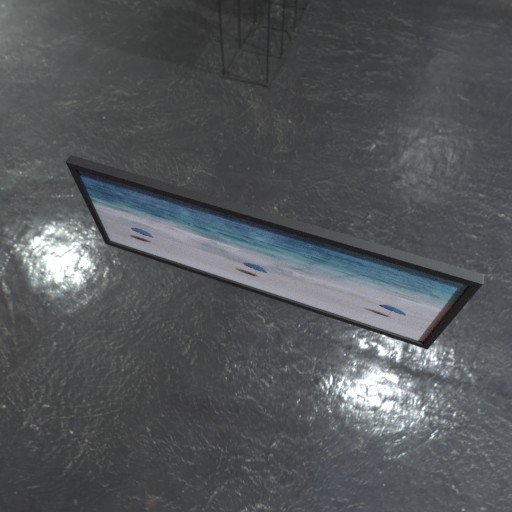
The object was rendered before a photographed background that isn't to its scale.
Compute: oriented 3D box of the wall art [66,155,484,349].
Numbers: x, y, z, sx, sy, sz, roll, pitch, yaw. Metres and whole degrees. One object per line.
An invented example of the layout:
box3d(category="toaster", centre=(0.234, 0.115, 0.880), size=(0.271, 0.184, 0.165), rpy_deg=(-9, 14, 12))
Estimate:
box3d(category="wall art", centre=(0.000, 0.000, 1.816), size=(1.572, 0.554, 0.041), rpy_deg=(17, 58, 11))
